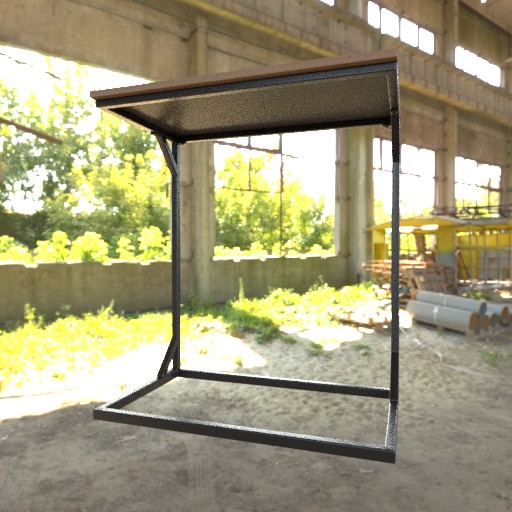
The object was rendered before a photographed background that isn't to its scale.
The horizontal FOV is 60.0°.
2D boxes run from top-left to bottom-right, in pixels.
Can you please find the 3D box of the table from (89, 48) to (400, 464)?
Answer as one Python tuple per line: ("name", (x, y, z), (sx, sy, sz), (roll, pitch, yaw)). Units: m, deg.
("table", (0.000, 0.000, 0.975), (0.597, 0.673, 0.351), (0, 1, 19))
